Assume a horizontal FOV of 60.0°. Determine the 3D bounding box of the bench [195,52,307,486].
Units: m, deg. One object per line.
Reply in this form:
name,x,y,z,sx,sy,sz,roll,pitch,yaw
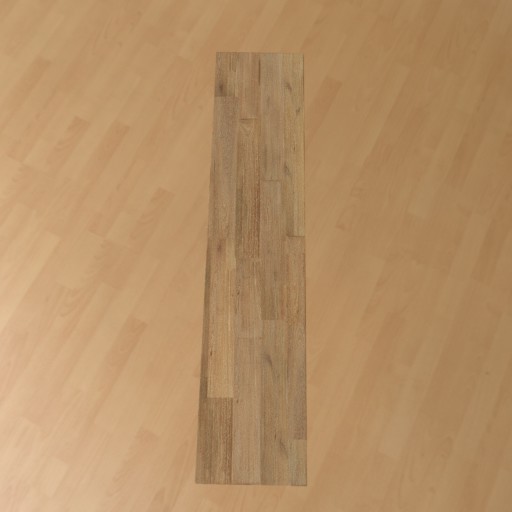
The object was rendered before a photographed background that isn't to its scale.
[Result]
bench,0.000,0.000,1.906,0.378,0.431,1.698,1,76,0
